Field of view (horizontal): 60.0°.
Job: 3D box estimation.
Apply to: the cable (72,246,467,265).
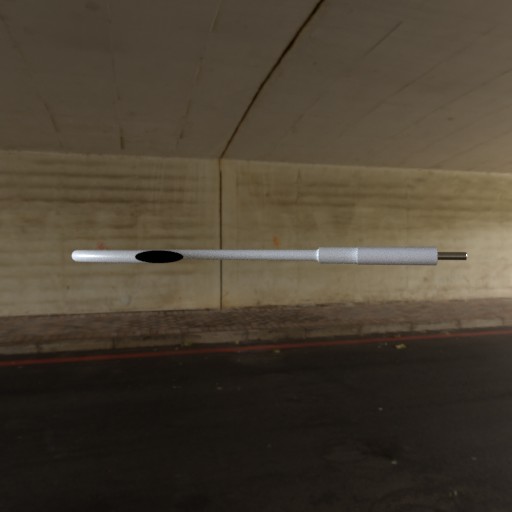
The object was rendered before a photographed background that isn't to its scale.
[{"bbox_3d":[0.000,0.000,0.109,0.098,0.005,0.041,0,1,17],"label":"cable"}]
